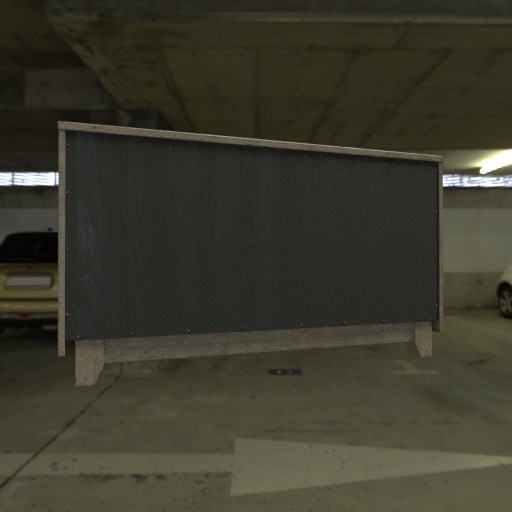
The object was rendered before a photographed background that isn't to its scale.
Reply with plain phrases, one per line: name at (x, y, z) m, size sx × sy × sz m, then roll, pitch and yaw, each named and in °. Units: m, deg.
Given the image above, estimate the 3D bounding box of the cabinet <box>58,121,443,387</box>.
cabinet at (0.000, 0.000, 1.837) m, size 1.460 × 0.825 × 0.511 m, roll 0°, pitch 0°, yaw -19°
